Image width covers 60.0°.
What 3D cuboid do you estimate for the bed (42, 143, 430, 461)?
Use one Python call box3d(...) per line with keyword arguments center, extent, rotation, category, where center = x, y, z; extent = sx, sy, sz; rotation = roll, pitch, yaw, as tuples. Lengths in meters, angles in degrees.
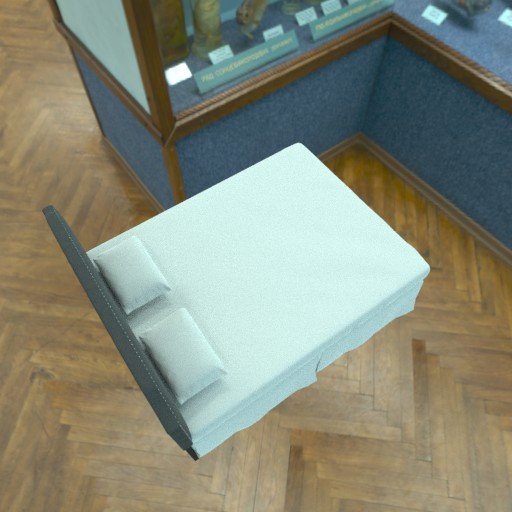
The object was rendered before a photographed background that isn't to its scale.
box3d(center=(0.000, 0.000, 2.937), extent=(1.999, 1.270, 1.558), rotation=(-31, 63, -18), category="bed")
